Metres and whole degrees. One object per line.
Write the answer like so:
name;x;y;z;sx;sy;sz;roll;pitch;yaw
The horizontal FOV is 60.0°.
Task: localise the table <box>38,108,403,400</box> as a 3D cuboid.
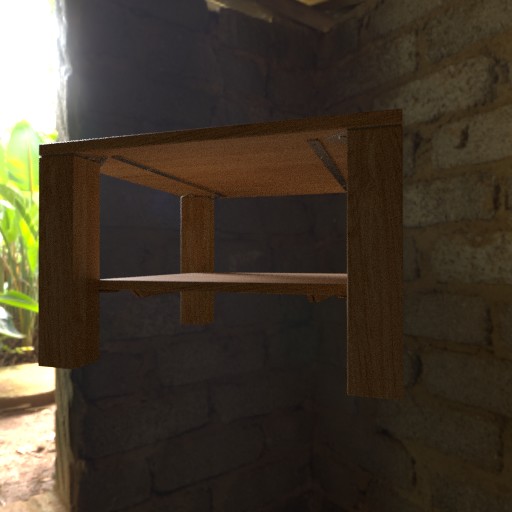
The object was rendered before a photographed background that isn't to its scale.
table;0.000;0.000;1.121;0.700;0.450;0.700;0;0;18
